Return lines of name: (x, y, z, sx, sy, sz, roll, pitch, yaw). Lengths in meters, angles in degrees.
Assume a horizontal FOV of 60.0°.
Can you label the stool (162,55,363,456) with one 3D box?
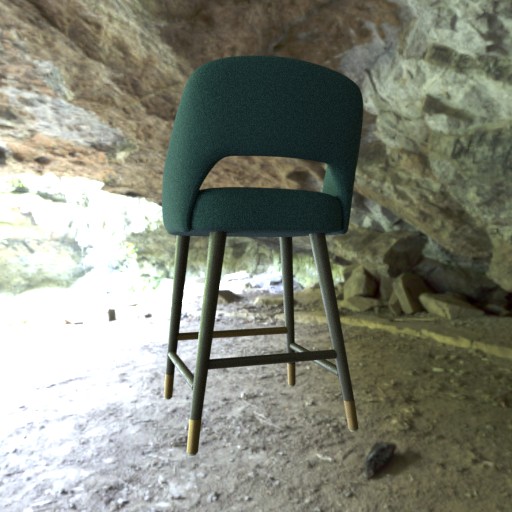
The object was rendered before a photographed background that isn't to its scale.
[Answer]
stool: (0.000, 0.000, 1.279, 0.536, 0.939, 0.522, 0, 1, -19)
